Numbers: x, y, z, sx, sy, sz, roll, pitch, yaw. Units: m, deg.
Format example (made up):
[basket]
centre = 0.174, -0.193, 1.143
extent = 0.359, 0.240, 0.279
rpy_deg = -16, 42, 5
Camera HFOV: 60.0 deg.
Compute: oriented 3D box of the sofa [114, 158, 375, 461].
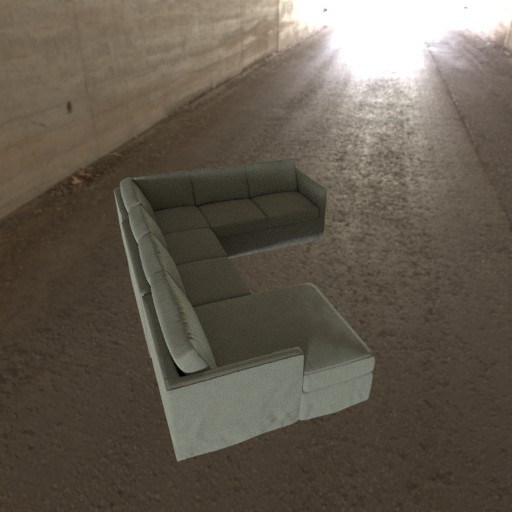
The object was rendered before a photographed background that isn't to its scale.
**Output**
[sofa]
centre = 0.000, 0.000, 4.505
extent = 2.440, 0.869, 3.434
rpy_deg = -11, 33, -18
